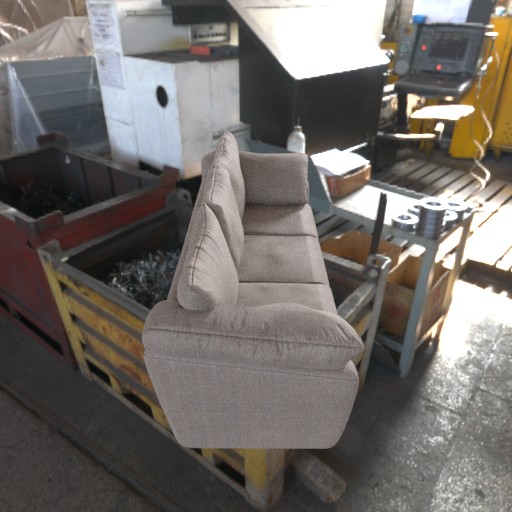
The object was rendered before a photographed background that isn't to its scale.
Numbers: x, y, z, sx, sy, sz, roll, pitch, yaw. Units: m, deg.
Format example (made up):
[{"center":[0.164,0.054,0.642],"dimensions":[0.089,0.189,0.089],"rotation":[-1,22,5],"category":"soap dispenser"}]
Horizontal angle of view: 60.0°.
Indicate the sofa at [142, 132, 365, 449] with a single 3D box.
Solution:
[{"center":[0.000,0.000,2.780],"dimensions":[0.878,0.996,2.334],"rotation":[0,31,0],"category":"sofa"}]
